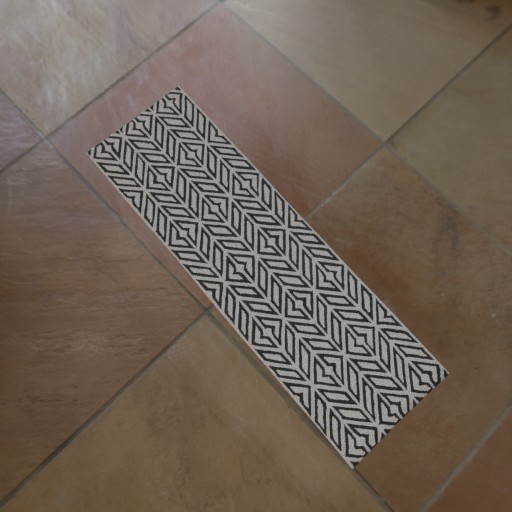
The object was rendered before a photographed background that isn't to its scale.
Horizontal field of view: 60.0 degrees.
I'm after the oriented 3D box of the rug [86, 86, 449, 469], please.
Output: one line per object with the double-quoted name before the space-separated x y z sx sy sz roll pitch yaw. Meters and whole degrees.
"rug" 0.000 0.000 2.641 0.750 0.009 2.435 -40 79 -10
